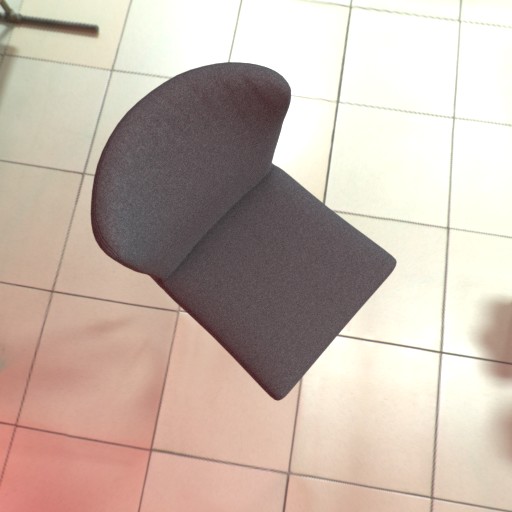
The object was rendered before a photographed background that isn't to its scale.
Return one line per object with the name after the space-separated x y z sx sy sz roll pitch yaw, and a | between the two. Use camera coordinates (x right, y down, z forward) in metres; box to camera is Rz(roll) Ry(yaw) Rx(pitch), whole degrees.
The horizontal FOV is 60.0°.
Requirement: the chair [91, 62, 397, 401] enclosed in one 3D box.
0.000 0.000 1.175 0.592 0.839 0.491 41 80 9 | chair
